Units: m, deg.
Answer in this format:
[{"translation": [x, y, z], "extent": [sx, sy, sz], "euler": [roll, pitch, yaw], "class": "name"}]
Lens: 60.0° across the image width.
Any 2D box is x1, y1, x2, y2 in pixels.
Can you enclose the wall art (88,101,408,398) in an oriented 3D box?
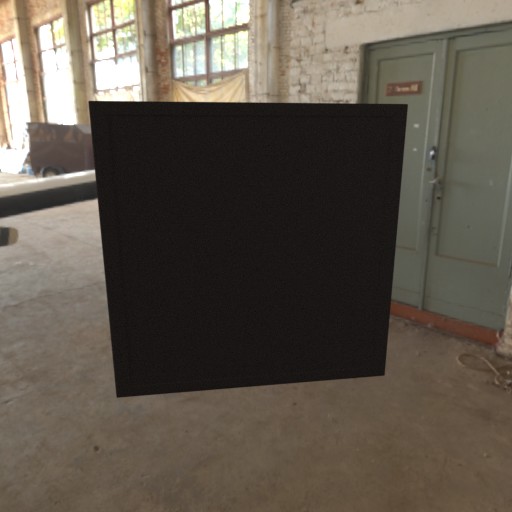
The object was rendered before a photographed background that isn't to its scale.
[{"translation": [0.000, 0.000, 0.852], "extent": [0.562, 0.558, 0.012], "euler": [-2, 16, -8], "class": "wall art"}]
